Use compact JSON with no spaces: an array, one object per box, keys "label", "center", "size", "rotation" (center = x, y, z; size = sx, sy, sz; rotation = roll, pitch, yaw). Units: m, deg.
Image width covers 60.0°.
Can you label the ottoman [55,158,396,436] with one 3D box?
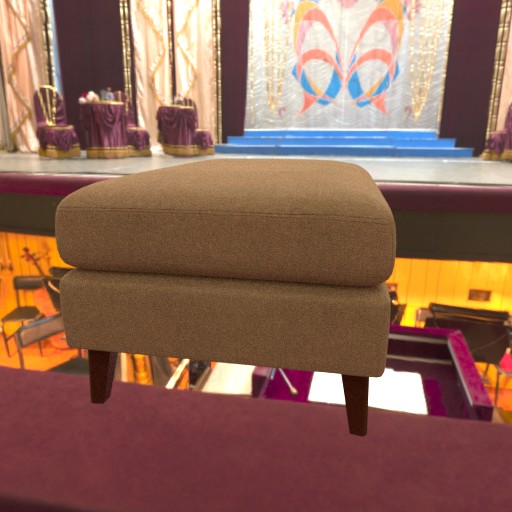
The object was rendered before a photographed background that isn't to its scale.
[{"label":"ottoman","center":[0.000,0.000,1.166],"size":[0.610,0.478,0.823],"rotation":[3,16,11]}]
